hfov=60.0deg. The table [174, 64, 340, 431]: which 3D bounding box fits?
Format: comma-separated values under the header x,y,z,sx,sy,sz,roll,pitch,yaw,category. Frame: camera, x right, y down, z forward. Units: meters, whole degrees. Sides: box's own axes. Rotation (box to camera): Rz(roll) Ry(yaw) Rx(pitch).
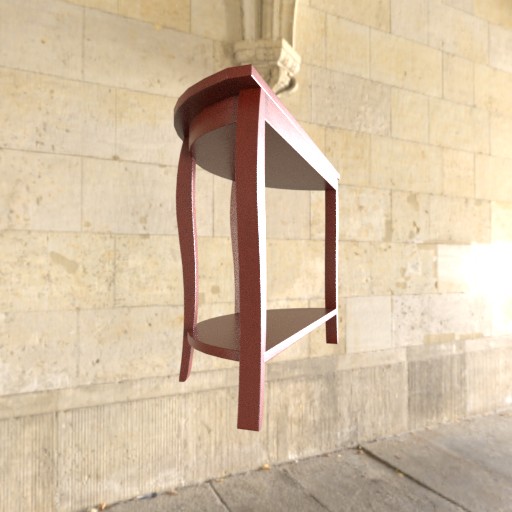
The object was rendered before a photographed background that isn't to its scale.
x,y,z,sx,sy,sz,roll,pitch,yaw,category
0.000,0.000,1.557,0.405,0.779,1.219,0,-1,19,table
